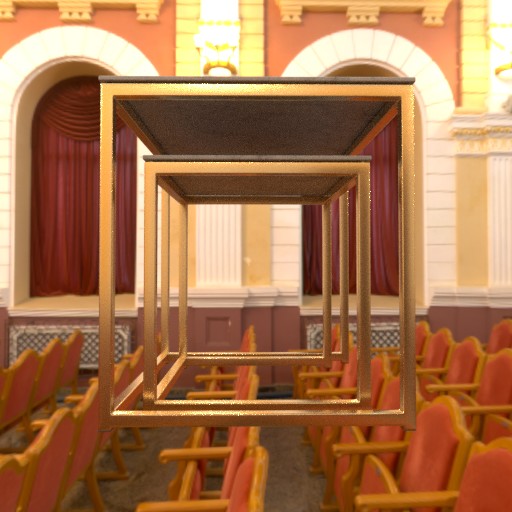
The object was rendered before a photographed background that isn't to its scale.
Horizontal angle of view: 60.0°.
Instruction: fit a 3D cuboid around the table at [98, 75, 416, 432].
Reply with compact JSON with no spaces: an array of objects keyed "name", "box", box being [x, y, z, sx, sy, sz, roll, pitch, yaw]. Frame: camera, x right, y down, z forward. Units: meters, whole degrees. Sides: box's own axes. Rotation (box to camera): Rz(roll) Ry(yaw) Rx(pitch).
[{"name":"table","box":[0.000,0.000,0.847,0.450,0.500,0.450,0,-1,-1]}]
